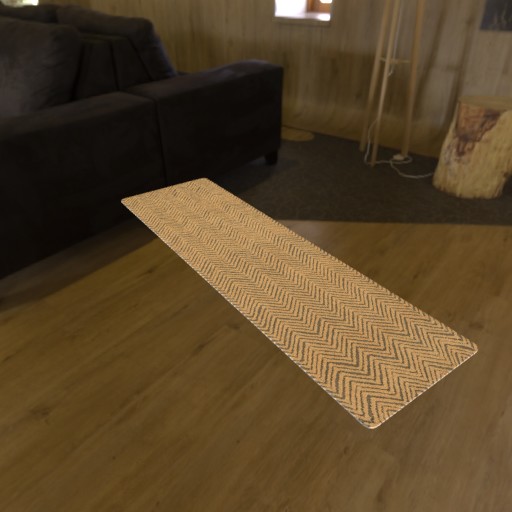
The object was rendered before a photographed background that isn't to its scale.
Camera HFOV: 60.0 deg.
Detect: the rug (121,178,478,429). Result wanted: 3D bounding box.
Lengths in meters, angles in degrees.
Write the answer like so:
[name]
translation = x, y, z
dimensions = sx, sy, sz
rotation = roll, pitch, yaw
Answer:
[rug]
translation = 0.000, 0.000, 2.477
dimensions = 0.686, 0.008, 2.286
rotation = -21, 38, -30
